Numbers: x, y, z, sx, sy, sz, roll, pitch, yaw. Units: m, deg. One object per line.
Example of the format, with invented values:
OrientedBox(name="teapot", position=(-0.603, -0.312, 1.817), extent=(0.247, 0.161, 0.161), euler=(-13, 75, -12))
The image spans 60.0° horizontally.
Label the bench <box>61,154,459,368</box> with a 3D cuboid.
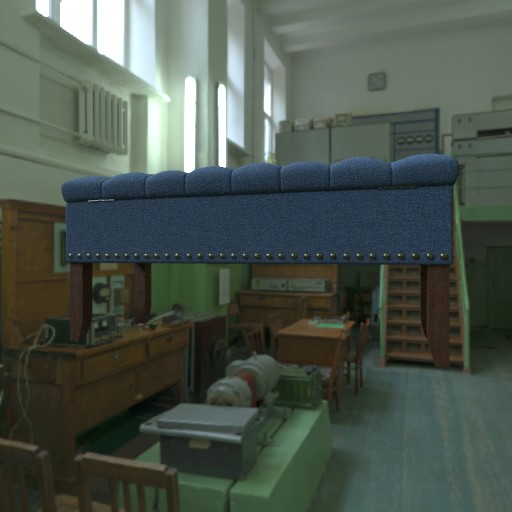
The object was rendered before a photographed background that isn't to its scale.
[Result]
OrientedBox(name="bench", position=(0.000, 0.000, 1.307), extent=(1.052, 0.492, 0.417), euler=(0, 0, 18))
